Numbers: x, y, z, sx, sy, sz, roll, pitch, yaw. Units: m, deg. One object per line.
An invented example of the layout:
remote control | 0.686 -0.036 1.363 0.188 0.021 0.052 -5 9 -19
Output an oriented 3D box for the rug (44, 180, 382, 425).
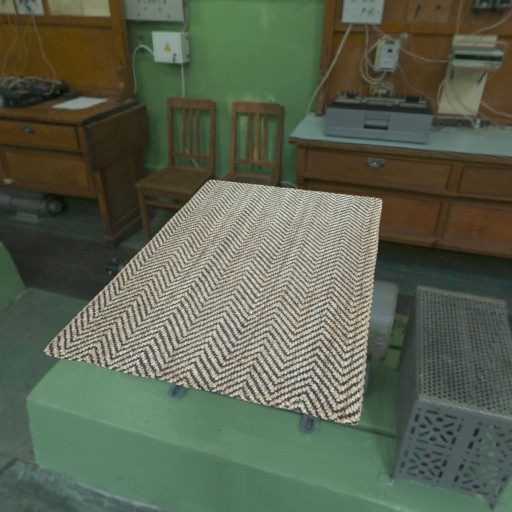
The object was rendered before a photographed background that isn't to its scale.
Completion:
rug | 0.000 0.000 2.322 1.219 0.008 1.828 9 33 13
